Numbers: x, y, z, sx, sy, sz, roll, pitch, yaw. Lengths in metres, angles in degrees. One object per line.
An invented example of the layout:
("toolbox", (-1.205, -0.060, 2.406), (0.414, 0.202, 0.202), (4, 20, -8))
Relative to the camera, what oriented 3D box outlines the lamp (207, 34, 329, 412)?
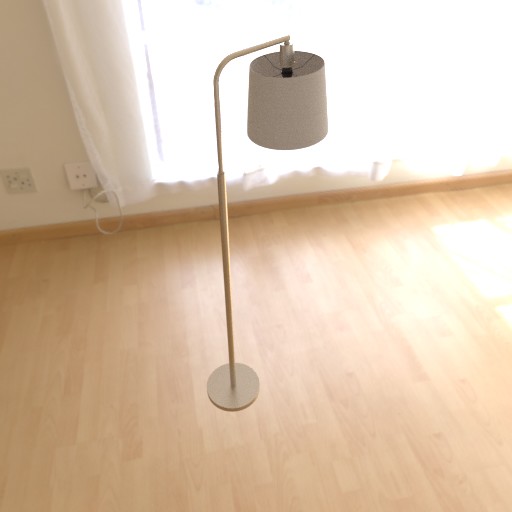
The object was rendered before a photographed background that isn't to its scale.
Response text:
("lamp", (0.000, 0.000, 1.643), (0.508, 1.478, 0.254), (-26, 47, -27))
